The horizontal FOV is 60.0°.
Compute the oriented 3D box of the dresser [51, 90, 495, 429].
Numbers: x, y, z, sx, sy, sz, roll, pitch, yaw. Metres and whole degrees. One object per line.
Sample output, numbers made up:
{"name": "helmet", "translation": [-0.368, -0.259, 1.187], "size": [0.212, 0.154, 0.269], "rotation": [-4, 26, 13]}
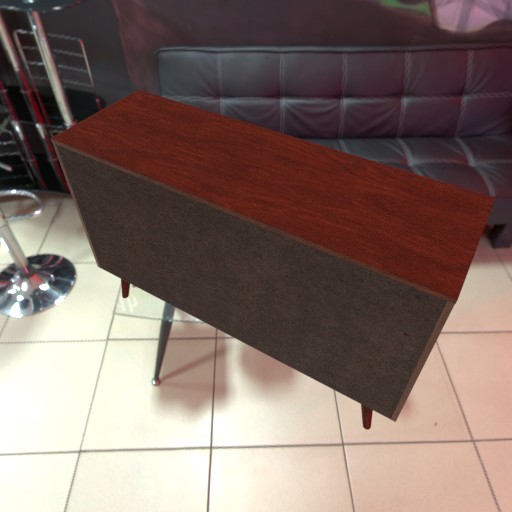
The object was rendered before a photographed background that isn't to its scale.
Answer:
{"name": "dresser", "translation": [0.000, 0.000, 1.831], "size": [1.472, 0.889, 0.500], "rotation": [23, 49, 22]}
